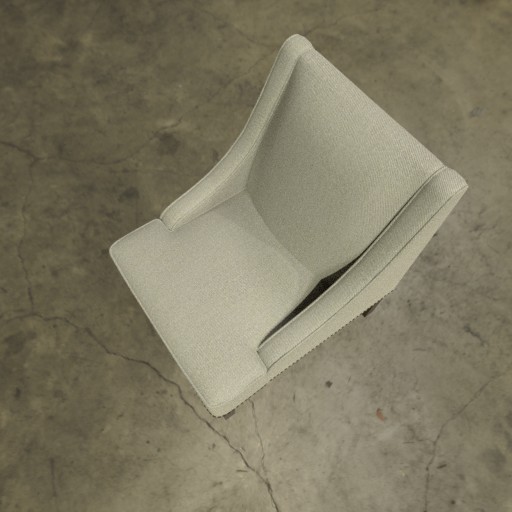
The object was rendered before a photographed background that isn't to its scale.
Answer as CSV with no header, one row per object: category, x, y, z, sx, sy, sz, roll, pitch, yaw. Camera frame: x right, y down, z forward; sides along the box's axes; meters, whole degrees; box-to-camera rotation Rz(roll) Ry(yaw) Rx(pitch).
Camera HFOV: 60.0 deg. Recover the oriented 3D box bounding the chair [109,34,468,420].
chair,0.000,0.000,1.377,0.748,0.872,0.628,-33,68,-15
